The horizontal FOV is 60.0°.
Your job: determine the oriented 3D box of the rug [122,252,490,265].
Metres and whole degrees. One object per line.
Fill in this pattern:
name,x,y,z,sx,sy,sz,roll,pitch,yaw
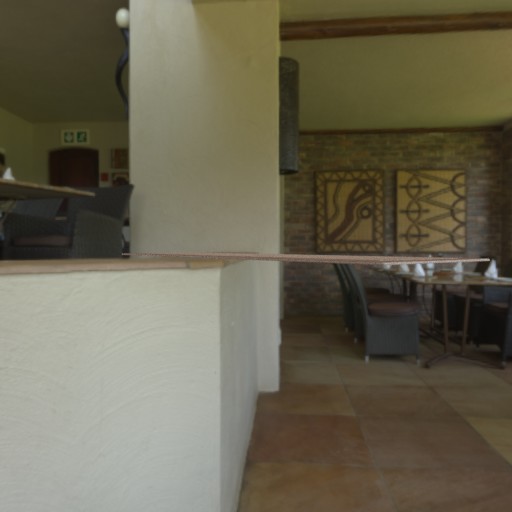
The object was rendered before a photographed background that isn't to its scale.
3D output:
rug,0.000,0.000,2.693,0.767,0.012,2.430,-1,2,-37
